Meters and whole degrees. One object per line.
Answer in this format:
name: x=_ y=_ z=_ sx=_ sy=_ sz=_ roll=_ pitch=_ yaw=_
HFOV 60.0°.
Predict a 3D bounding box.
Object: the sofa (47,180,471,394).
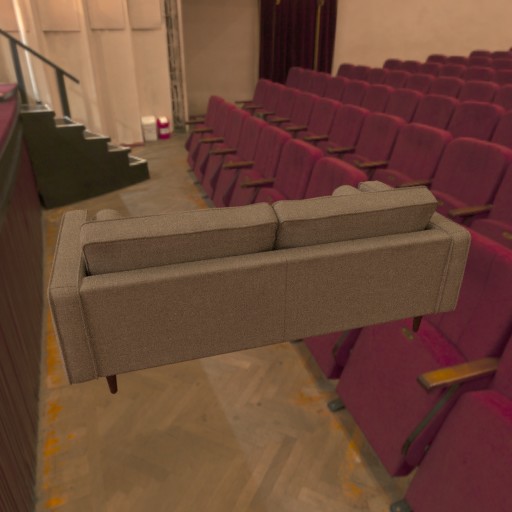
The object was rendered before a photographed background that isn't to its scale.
sofa: x=0.000 y=0.000 z=2.292 sx=1.879 sy=0.762 sz=0.914 roll=-8 pitch=28 yaw=-15
